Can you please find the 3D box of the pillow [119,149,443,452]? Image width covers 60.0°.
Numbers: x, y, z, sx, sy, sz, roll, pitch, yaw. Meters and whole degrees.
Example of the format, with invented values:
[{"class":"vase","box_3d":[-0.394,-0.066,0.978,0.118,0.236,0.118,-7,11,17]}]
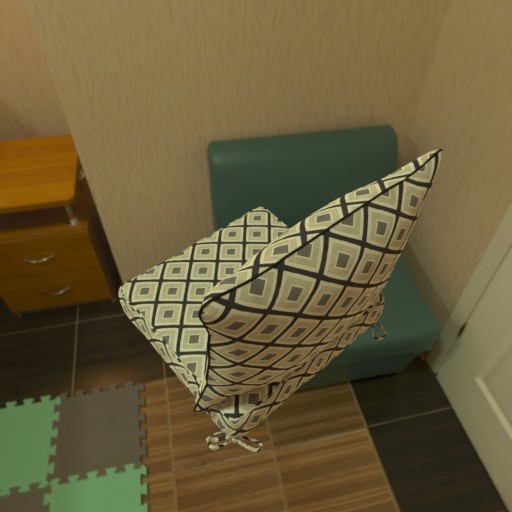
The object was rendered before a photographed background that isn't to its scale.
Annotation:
[{"class":"pillow","box_3d":[0.000,0.000,1.348,0.798,0.722,0.733,-33,55,-27]}]
